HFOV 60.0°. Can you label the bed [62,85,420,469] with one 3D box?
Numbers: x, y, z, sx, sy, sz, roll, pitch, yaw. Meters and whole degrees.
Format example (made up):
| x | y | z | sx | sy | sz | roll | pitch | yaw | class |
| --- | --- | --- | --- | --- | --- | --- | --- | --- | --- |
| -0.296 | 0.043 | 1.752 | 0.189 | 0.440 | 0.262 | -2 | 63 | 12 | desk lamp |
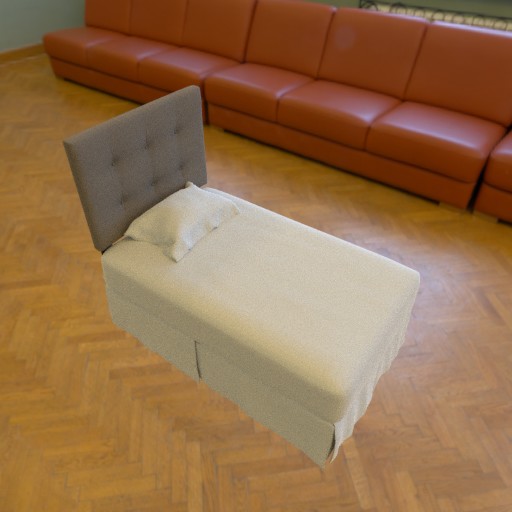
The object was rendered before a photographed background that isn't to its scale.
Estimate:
| x | y | z | sx | sy | sz | roll | pitch | yaw | class |
| --- | --- | --- | --- | --- | --- | --- | --- | --- | --- |
| 0.000 | 0.000 | 2.978 | 1.997 | 1.571 | 1.261 | 25 | 46 | 26 | bed |
